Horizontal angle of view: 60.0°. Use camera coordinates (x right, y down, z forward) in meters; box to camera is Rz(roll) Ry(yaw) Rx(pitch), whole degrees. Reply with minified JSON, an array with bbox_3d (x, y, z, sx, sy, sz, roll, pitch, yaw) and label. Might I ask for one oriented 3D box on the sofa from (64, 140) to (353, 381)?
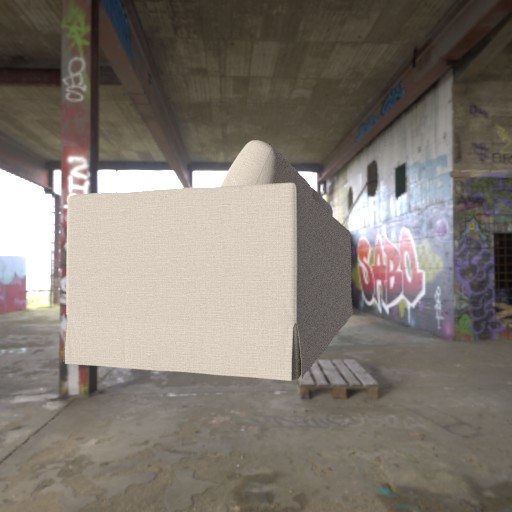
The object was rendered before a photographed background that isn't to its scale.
[{"bbox_3d":[0.000,0.000,2.630,0.954,0.881,2.163,0,-2,17],"label":"sofa"}]
